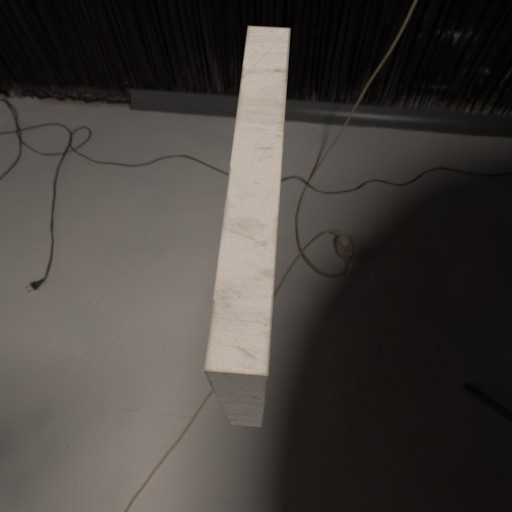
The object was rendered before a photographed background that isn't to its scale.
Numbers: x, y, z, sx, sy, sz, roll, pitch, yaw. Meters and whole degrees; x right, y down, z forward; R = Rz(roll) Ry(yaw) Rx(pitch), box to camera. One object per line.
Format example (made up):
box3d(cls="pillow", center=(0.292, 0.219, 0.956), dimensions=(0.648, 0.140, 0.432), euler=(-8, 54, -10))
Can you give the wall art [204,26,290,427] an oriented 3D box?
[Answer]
box3d(cls="wall art", center=(0.000, 0.000, 0.462), dimensions=(0.038, 0.303, 0.305), euler=(4, 64, 2))
